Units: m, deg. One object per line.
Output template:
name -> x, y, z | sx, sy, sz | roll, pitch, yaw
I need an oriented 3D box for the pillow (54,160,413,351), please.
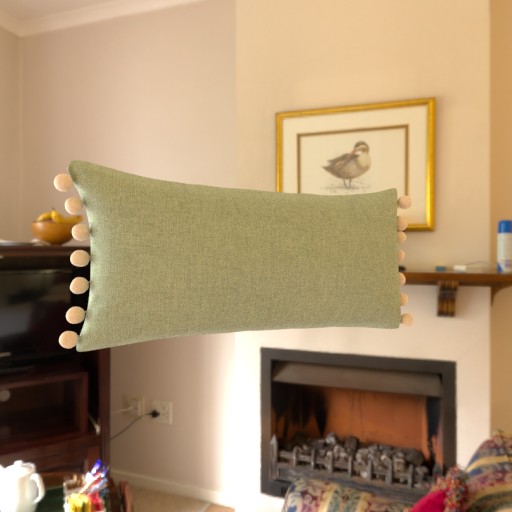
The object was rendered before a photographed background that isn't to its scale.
pillow -> 0.000, 0.000, 0.854 | 0.709, 0.322, 0.201 | 0, 0, -20
